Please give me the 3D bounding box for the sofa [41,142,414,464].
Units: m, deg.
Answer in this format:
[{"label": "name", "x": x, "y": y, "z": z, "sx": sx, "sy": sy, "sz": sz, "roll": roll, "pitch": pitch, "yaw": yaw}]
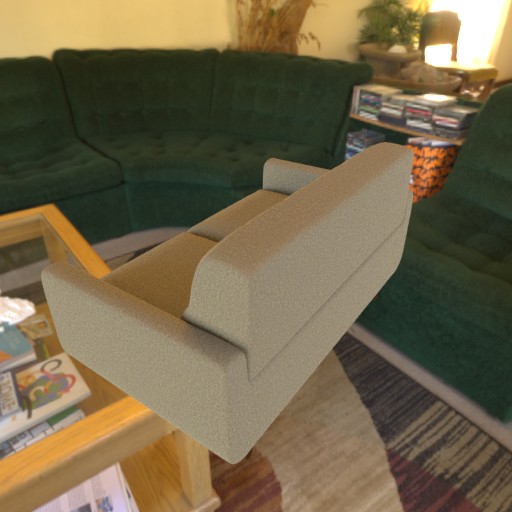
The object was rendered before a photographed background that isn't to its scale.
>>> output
[{"label": "sofa", "x": 0.000, "y": 0.000, "z": 2.150, "sx": 0.952, "sy": 0.925, "sz": 1.651, "roll": 20, "pitch": 37, "yaw": 30}]
